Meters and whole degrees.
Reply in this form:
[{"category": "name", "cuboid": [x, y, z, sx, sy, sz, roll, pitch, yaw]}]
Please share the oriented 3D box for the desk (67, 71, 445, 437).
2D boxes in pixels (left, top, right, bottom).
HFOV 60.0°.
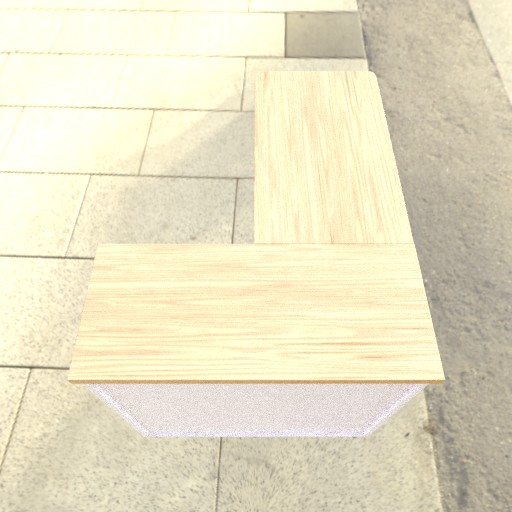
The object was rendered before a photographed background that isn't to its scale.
[{"category": "desk", "cuboid": [0.000, 0.000, 1.685, 0.900, 0.760, 1.170, 0, 58, 0]}]
